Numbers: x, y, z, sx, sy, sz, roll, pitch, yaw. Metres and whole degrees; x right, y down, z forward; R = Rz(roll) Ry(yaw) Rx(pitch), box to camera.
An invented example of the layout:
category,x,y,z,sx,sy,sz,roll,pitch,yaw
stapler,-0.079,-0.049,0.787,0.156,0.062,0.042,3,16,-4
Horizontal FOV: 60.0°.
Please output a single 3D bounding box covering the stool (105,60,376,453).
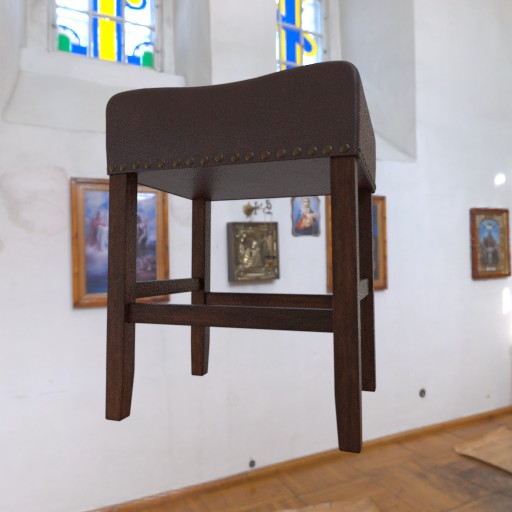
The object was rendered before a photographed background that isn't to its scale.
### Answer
category,x,y,z,sx,sy,sz,roll,pitch,yaw
stool,0.000,0.000,0.925,0.465,0.608,0.397,0,-1,19
